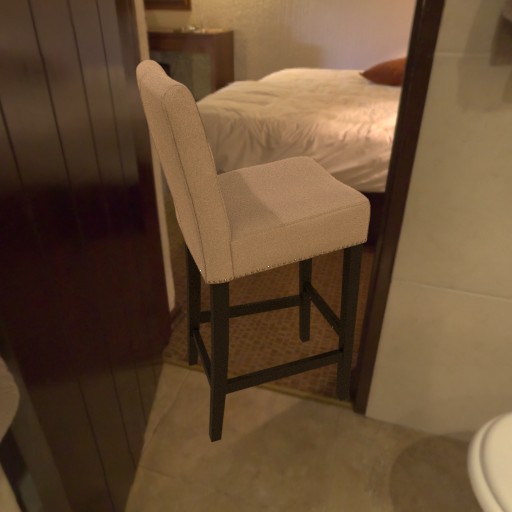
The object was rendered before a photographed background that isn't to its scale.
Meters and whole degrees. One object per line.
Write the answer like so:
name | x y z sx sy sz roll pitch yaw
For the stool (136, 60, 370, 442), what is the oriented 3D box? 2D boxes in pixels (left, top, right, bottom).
stool | 0.000 0.000 1.311 0.548 1.047 0.411 -10 32 -17
